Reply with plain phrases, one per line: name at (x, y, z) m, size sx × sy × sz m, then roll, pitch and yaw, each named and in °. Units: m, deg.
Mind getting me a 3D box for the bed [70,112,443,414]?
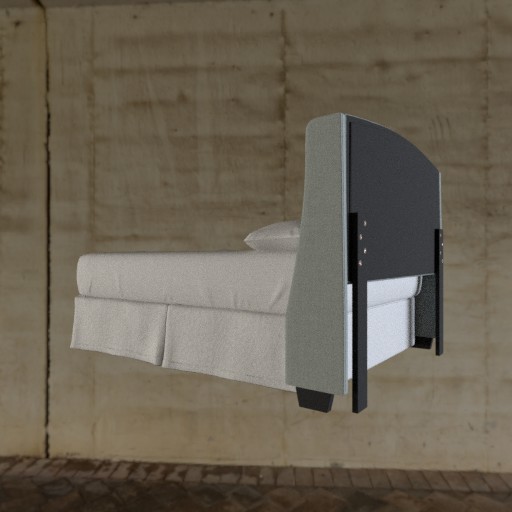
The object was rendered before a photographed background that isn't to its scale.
bed at (0.000, 0.000, 3.245) m, size 2.237 × 1.407 × 1.710 m, roll 0°, pitch 0°, yaw 36°
